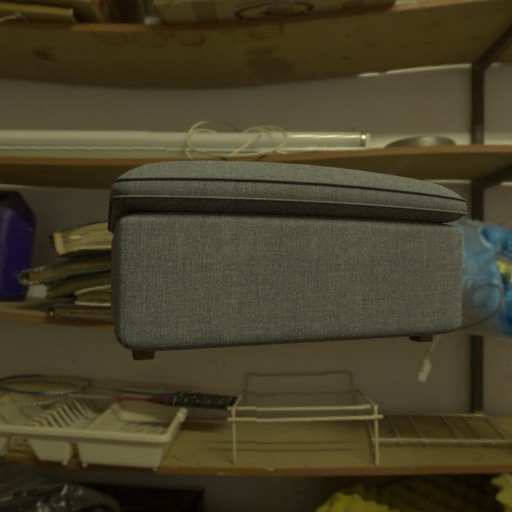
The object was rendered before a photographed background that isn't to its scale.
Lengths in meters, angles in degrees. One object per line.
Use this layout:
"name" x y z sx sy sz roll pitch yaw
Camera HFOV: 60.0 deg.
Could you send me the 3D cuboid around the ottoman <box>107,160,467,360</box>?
"ottoman" 0.000 0.000 1.682 1.067 0.559 1.067 1 -2 -19
